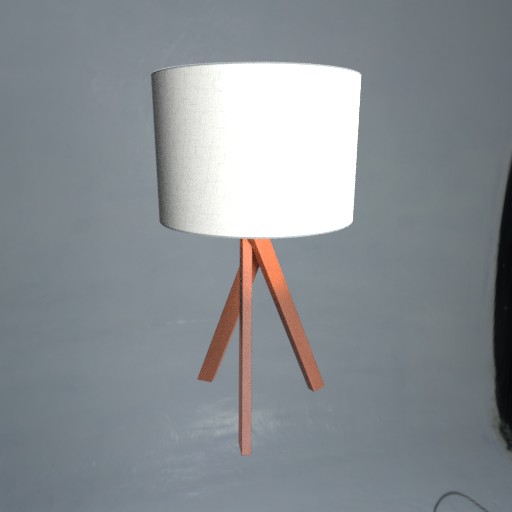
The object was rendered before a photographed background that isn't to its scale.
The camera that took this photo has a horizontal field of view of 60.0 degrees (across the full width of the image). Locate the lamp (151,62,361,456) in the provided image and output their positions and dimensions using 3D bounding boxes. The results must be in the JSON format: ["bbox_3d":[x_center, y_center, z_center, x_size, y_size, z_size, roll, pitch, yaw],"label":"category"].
[{"bbox_3d":[0.000,0.000,0.913,0.380,0.686,0.380,-2,16,-8],"label":"lamp"}]
